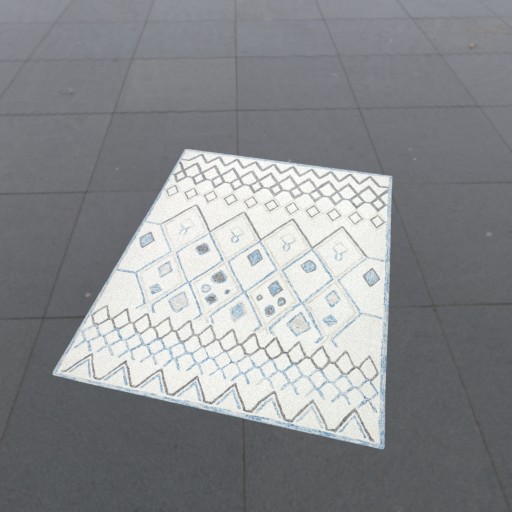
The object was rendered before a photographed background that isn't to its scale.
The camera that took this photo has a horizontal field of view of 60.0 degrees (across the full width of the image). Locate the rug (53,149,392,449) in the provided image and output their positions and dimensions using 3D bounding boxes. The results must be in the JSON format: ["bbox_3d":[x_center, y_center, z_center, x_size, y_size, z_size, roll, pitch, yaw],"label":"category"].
[{"bbox_3d":[0.000,0.000,4.137,2.441,0.013,3.056,9,48,9],"label":"rug"}]
